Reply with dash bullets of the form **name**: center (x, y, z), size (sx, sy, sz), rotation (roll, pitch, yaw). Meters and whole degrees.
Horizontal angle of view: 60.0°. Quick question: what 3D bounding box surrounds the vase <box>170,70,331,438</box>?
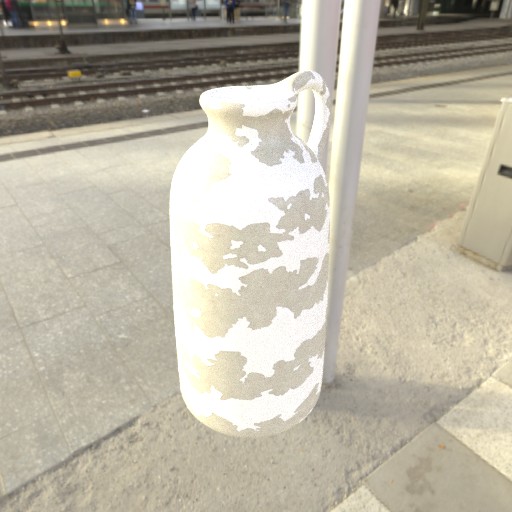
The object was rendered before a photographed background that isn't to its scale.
- **vase**: center (0.000, 0.000, 0.503), size (0.203, 0.382, 0.186), rotation (-22, 36, -33)
